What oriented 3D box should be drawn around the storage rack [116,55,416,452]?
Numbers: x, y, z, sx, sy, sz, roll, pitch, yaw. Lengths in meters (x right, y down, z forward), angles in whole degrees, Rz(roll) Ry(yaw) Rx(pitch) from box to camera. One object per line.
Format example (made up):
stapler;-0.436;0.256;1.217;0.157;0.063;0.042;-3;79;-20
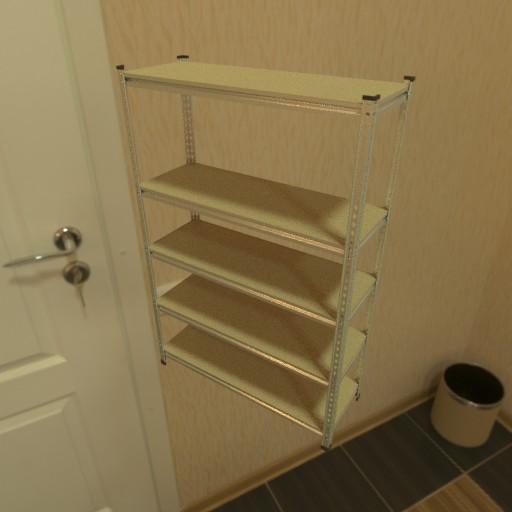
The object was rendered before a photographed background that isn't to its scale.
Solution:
storage rack;0.000;0.000;2.348;1.219;1.829;0.457;19;36;28
